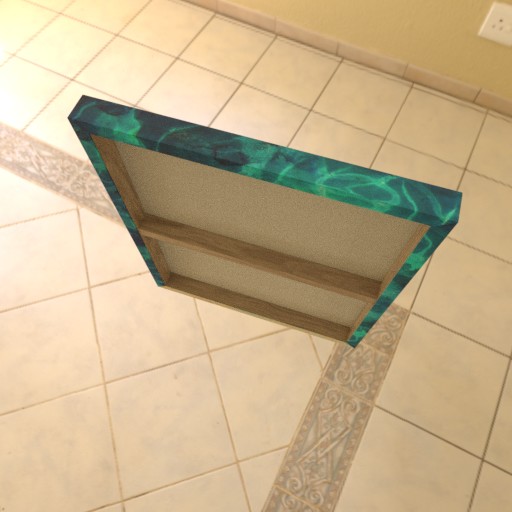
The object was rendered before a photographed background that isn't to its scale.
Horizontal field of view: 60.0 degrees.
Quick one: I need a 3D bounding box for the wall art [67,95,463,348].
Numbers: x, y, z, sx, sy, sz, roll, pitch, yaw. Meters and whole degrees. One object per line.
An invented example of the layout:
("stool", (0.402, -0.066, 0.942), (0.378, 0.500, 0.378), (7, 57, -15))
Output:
("wall art", (0.000, 0.000, 0.702), (0.432, 0.508, 0.038), (16, 65, 8))
